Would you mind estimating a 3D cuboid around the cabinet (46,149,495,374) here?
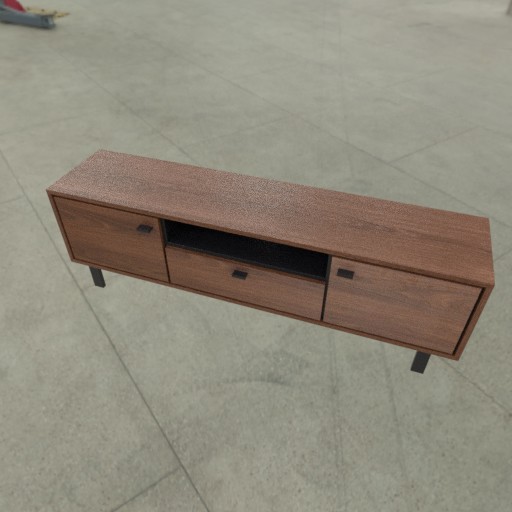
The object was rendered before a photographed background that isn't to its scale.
[{"bbox_3d":[0.000,0.000,1.831,1.650,0.500,0.400,13,42,15],"label":"cabinet"}]
